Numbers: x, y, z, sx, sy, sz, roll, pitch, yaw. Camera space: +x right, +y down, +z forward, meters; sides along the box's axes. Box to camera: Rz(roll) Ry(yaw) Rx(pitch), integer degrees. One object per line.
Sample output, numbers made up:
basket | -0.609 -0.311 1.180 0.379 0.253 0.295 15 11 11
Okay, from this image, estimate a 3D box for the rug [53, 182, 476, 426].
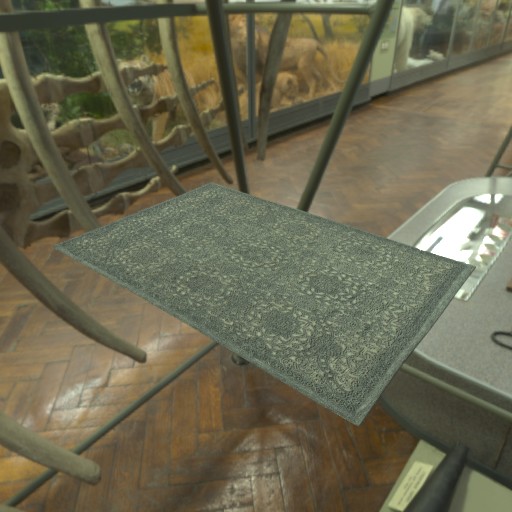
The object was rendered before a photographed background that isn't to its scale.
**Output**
rug | 0.000 0.000 2.288 1.830 0.016 1.224 22 37 33
